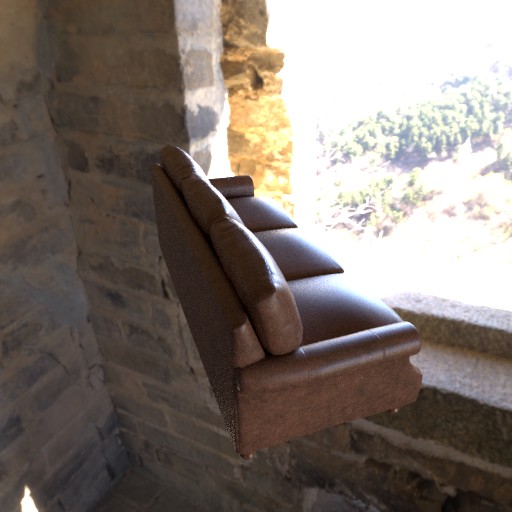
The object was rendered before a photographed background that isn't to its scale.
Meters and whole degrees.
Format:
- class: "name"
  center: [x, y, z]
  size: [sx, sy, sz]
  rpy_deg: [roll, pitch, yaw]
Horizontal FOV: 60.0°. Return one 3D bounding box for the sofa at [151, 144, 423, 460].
- class: "sofa"
  center: [0.000, 0.000, 2.817]
  size: [0.973, 0.977, 2.351]
  rpy_deg: [-10, 30, -17]
